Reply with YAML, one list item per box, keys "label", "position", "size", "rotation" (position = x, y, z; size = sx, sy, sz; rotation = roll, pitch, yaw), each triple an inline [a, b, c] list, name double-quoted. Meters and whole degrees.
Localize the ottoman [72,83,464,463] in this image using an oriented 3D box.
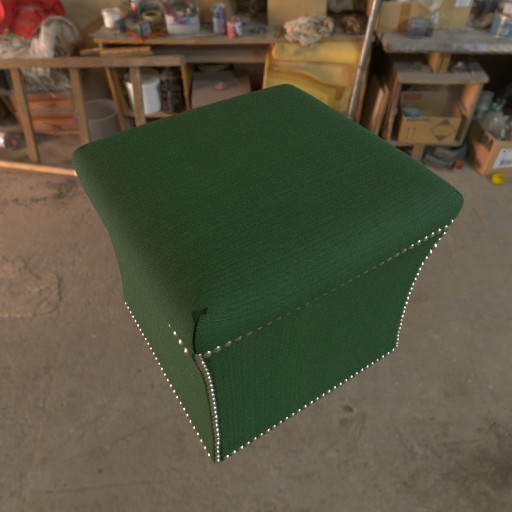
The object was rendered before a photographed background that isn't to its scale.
- label: "ottoman"
  position: [0.000, 0.000, 0.887]
  size: [0.507, 0.475, 0.497]
  rotation: [-25, 51, -22]
